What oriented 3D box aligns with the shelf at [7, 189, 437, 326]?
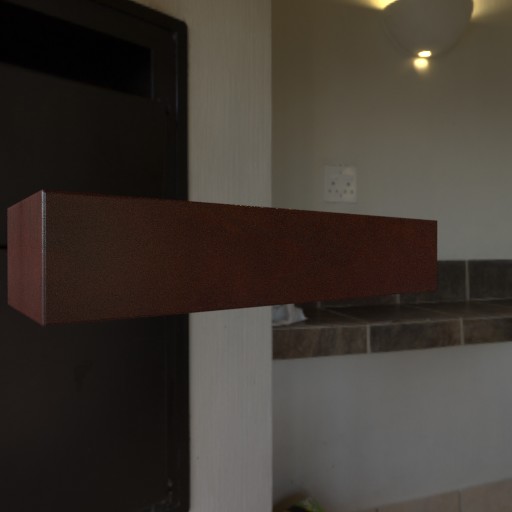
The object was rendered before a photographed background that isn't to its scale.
[{"bbox_3d":[0.000,0.000,0.484,0.457,0.088,0.152,0,0,-37],"label":"shelf"}]
